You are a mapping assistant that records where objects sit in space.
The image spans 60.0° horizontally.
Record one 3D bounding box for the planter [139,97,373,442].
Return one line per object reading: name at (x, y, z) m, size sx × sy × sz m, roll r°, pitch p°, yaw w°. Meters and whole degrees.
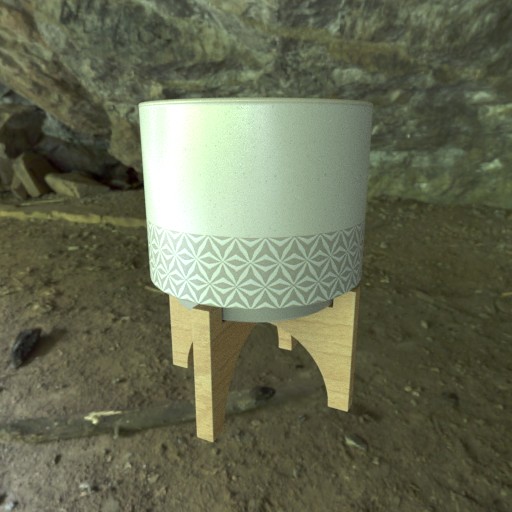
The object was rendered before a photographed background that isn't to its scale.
planter at (0.000, 0.000, 0.402) m, size 0.188 × 0.260 × 0.188 m, roll 0°, pitch 16°, yaw 0°
